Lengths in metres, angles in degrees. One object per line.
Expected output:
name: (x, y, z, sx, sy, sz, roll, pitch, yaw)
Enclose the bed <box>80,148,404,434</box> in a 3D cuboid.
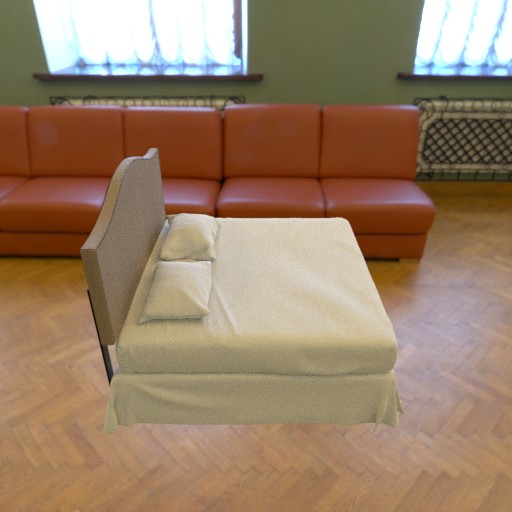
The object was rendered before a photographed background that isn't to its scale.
bed: (0.000, 0.000, 3.778, 2.222, 1.651, 2.311, 0, 31, 0)
